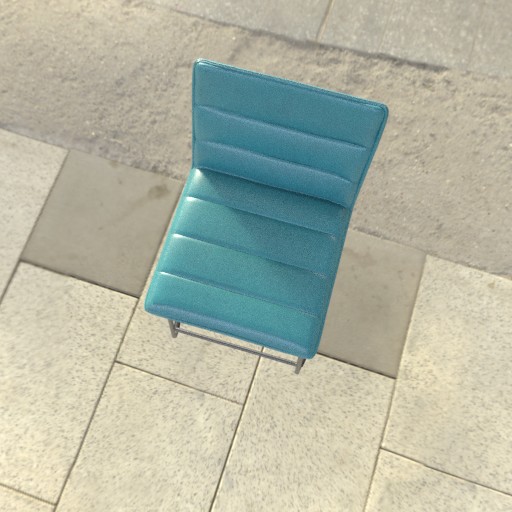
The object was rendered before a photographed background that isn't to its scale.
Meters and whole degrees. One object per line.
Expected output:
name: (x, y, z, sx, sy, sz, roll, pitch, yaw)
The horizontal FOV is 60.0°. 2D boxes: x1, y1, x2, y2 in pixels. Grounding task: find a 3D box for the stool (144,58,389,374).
stool: (0.000, 0.000, 1.191, 0.489, 0.866, 0.524, 16, 76, 4)
